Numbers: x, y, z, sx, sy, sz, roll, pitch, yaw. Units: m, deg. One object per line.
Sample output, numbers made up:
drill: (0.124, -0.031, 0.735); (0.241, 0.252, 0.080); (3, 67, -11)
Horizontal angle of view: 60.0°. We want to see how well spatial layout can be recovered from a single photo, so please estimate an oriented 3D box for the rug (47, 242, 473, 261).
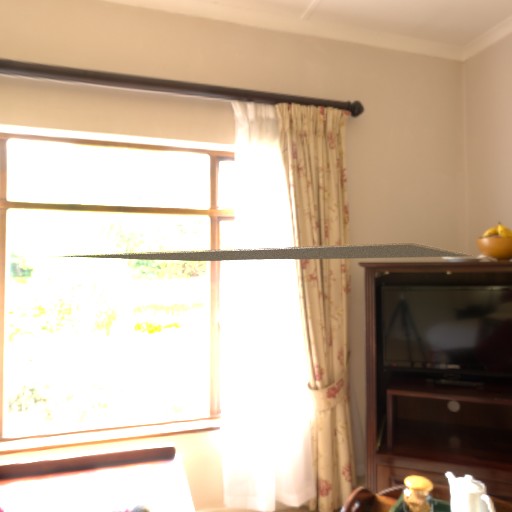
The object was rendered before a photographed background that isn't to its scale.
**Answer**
rug: (0.000, 0.000, 2.971); (2.438, 0.008, 1.523); (-1, -3, 34)
